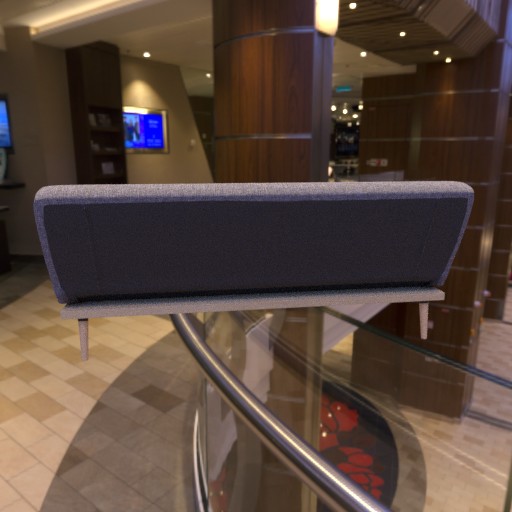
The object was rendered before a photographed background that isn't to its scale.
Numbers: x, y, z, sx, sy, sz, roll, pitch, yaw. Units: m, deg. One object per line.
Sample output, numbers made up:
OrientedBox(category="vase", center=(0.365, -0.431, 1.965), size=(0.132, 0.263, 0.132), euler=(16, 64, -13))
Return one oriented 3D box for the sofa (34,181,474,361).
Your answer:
OrientedBox(category="sofa", center=(0.000, 0.000, 2.227), size=(1.820, 0.770, 0.820), euler=(-2, 13, -8))
